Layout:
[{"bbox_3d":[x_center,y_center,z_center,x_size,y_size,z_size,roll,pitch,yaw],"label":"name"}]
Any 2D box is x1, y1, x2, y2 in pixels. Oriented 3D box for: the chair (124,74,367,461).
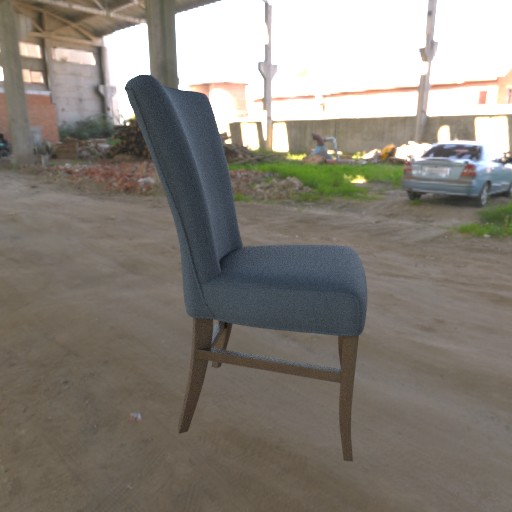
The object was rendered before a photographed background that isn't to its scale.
[{"bbox_3d":[0.000,0.000,1.353,0.660,0.991,0.520,3,15,10],"label":"chair"}]
